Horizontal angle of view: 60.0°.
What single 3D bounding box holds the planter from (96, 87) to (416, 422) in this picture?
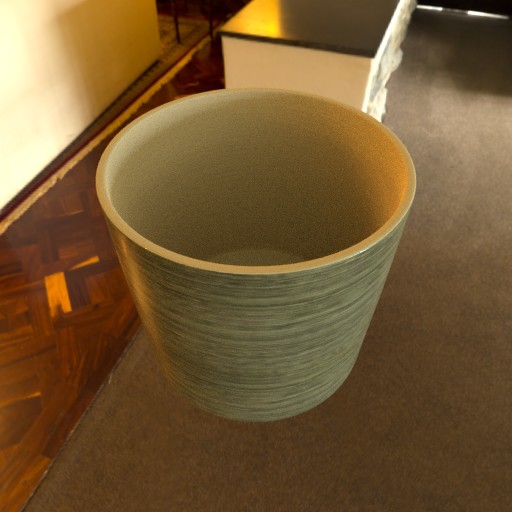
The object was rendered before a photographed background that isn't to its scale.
[{"bbox_3d":[0.000,0.000,0.387,0.221,0.201,0.221,0,46,0],"label":"planter"}]
